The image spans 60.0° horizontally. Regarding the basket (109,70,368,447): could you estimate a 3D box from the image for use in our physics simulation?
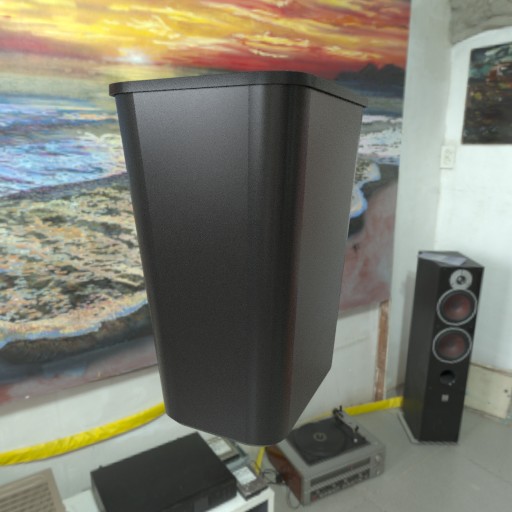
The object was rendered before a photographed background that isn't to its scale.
[{"bbox_3d":[0.000,0.000,0.753,0.287,0.521,0.394,7,15,25],"label":"basket"}]
